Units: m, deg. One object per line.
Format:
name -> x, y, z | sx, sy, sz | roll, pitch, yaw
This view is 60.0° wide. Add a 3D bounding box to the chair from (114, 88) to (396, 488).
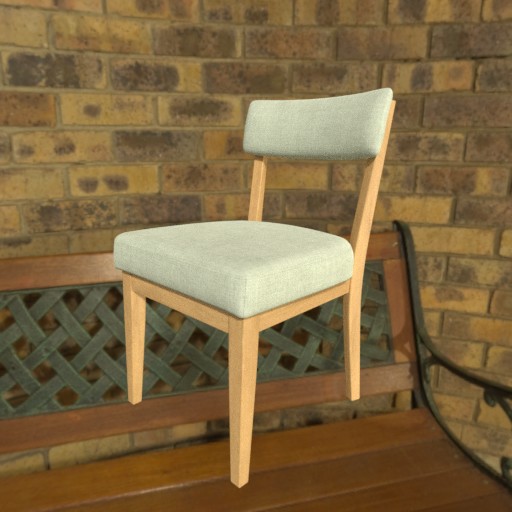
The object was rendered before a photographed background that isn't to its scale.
chair -> 0.000, 0.000, 1.166 | 0.572, 0.832, 0.508 | -14, 20, -43
